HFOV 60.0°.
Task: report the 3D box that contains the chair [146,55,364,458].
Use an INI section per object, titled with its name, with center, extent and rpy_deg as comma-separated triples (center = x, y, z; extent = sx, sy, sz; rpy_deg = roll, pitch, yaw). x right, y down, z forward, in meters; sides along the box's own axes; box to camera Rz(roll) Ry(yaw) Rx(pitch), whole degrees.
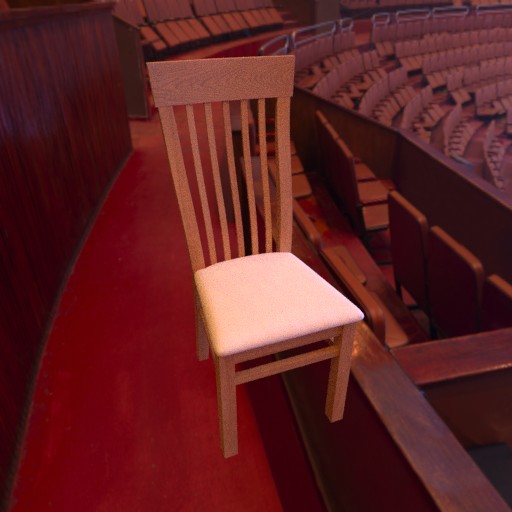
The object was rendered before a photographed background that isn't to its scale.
[chair]
center = 0.000, 0.000, 1.358
extent = 0.450, 1.050, 0.580
rpy_deg = -11, 33, -18
